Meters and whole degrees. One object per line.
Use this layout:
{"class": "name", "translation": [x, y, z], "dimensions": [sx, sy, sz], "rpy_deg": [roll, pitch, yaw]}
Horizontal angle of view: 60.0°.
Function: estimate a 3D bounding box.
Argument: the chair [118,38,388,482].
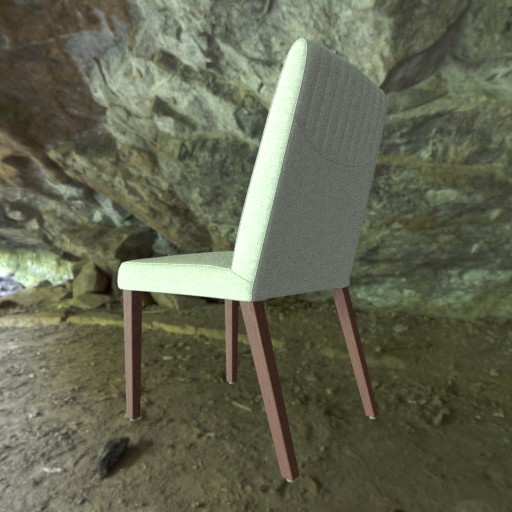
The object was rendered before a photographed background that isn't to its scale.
{"class": "chair", "translation": [0.000, 0.000, 1.211], "dimensions": [0.594, 0.900, 0.480], "rpy_deg": [1, 2, 38]}
